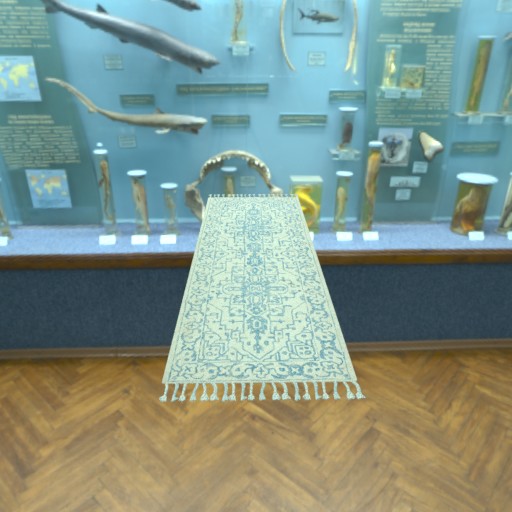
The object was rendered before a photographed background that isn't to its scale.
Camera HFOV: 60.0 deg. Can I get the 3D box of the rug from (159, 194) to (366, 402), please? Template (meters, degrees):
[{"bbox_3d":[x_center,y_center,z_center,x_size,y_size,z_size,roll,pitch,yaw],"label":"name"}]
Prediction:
[{"bbox_3d":[0.000,0.000,2.737,0.774,0.011,2.449,0,26,-1],"label":"rug"}]
